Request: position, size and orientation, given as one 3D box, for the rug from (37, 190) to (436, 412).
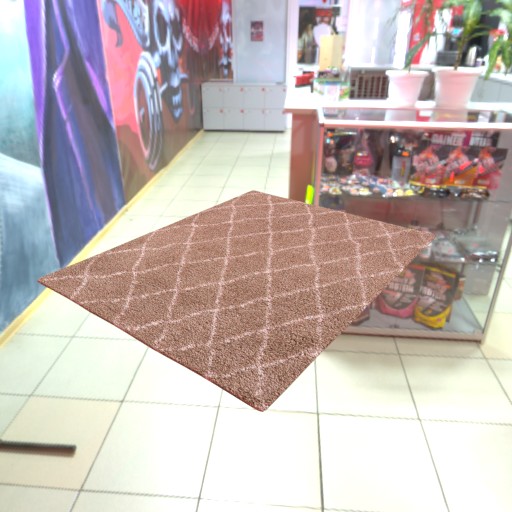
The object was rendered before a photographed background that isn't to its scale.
[{"bbox_3d":[0.000,0.000,4.227,2.438,0.029,3.047,19,33,33],"label":"rug"}]
